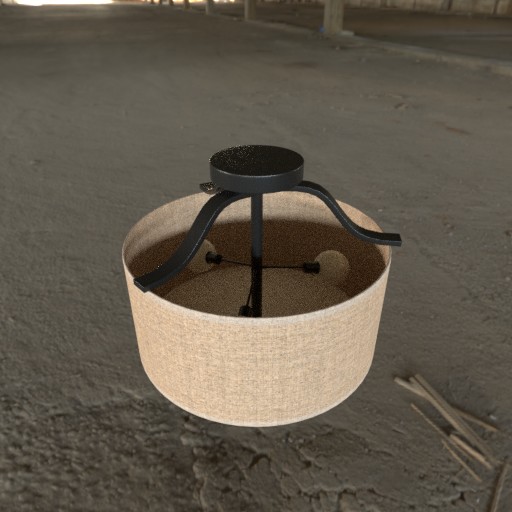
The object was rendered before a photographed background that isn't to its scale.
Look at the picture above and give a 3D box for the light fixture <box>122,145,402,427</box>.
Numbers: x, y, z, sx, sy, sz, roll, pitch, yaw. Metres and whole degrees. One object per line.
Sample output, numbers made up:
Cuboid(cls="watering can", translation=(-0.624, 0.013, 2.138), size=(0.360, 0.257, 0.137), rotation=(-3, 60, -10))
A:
Cuboid(cls="light fixture", translation=(0.000, 0.000, 0.671), size=(0.390, 0.306, 0.390), rotation=(0, 31, 0))
